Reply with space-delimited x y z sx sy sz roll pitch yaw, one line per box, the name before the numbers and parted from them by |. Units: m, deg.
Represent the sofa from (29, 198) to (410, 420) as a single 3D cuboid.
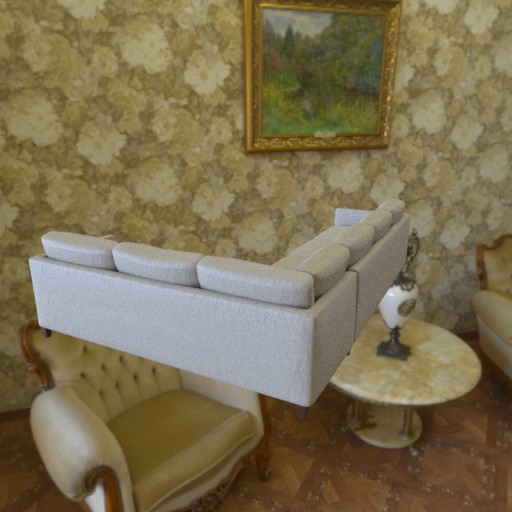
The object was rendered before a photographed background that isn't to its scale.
sofa | 0.000 0.000 4.514 2.522 0.934 3.333 9 19 26
